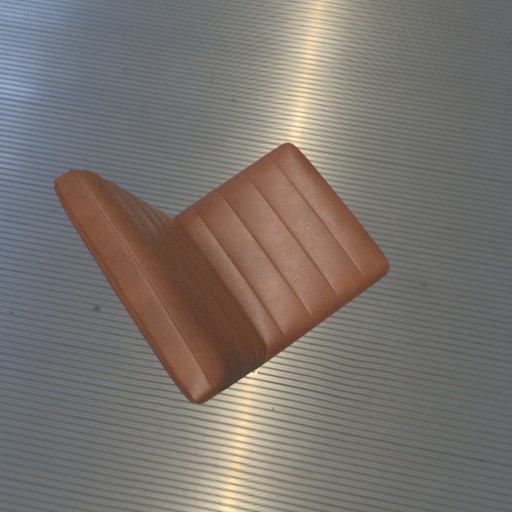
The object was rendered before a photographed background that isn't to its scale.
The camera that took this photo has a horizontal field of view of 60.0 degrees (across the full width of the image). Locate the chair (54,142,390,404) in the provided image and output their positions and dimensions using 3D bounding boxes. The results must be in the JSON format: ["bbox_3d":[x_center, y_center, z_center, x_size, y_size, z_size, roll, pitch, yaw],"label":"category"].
[{"bbox_3d":[0.000,0.000,1.276,0.634,0.930,0.520,-34,78,-8],"label":"chair"}]
